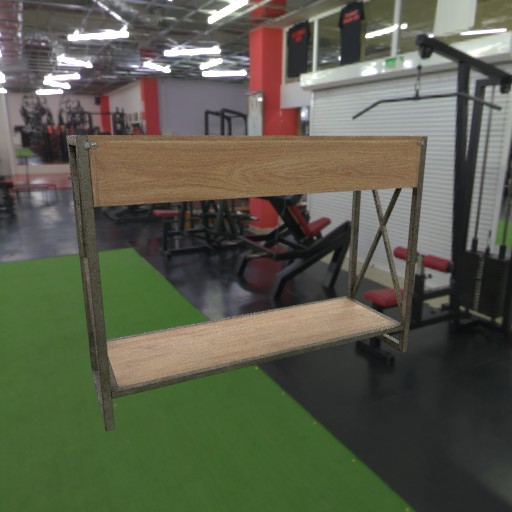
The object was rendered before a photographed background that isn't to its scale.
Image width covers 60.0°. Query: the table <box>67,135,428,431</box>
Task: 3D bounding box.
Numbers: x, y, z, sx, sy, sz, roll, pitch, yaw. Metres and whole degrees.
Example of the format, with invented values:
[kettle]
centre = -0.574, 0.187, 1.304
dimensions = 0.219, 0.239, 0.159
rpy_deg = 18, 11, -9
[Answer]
[table]
centre = 0.000, 0.000, 1.459
dimensions = 1.059, 0.763, 0.361
rpy_deg = -7, 16, -25
